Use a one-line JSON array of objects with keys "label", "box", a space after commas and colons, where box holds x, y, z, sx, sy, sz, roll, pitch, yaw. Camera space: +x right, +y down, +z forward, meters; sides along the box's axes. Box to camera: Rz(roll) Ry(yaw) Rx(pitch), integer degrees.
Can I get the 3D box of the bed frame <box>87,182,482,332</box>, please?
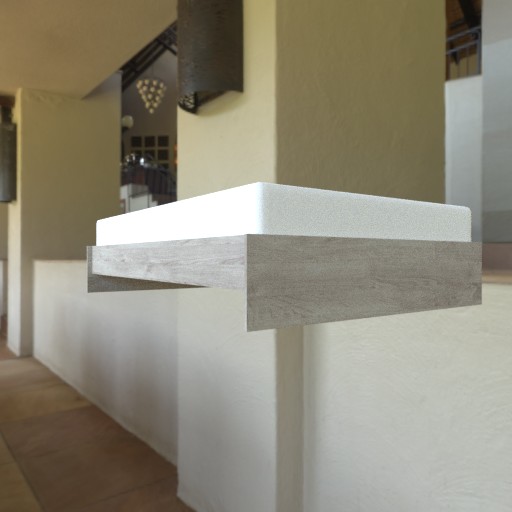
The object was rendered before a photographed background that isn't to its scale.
[{"label": "bed frame", "box": [0.000, 0.000, 2.638, 1.445, 0.497, 1.945, 0, 0, -35]}]
